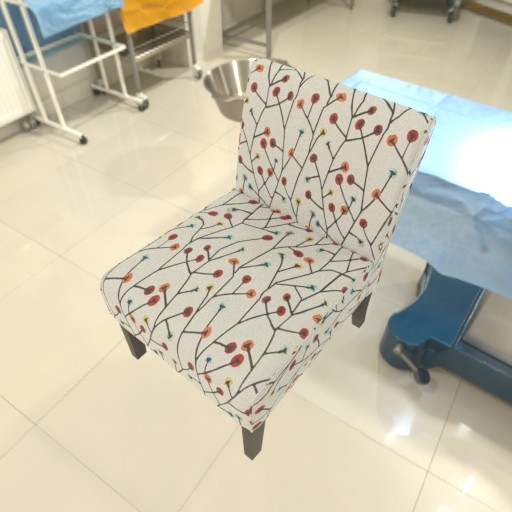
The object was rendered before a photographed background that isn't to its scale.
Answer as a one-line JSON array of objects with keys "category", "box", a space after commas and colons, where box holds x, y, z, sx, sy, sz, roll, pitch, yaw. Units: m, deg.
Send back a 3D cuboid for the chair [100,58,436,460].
[{"category": "chair", "box": [0.000, 0.000, 1.316, 0.597, 0.813, 0.732, 31, 53, 27]}]
